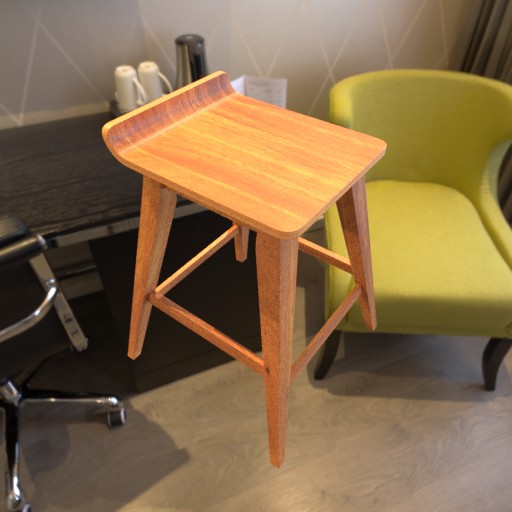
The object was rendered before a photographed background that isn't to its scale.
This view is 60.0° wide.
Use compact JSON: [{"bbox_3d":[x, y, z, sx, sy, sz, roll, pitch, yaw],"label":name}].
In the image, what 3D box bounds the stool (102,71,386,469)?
[{"bbox_3d":[0.000,0.000,1.025,0.500,0.650,0.500,27,49,26],"label":"stool"}]
